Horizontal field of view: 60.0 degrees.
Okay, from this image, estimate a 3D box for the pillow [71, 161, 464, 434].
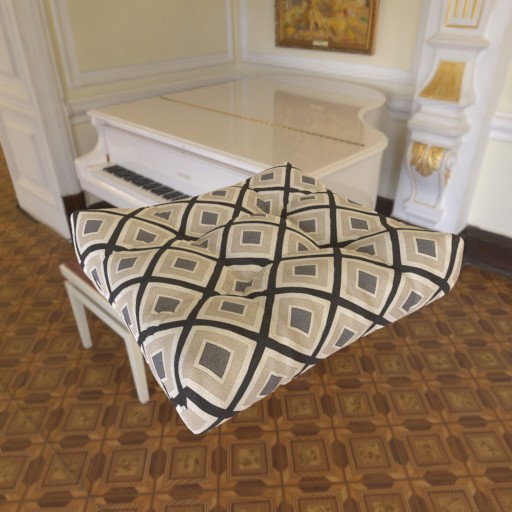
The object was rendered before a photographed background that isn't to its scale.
[{"bbox_3d":[0.000,0.000,0.740,0.490,0.128,0.468,-20,37,-29],"label":"pillow"}]
